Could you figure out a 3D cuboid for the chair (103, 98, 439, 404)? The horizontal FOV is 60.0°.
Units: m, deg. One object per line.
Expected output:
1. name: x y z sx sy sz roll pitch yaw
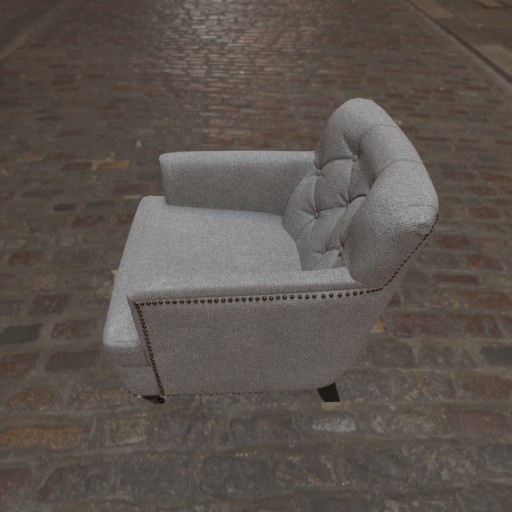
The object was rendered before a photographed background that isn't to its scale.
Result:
1. chair: 0.000 0.000 1.490 0.902 0.823 0.737 -1 41 -2
